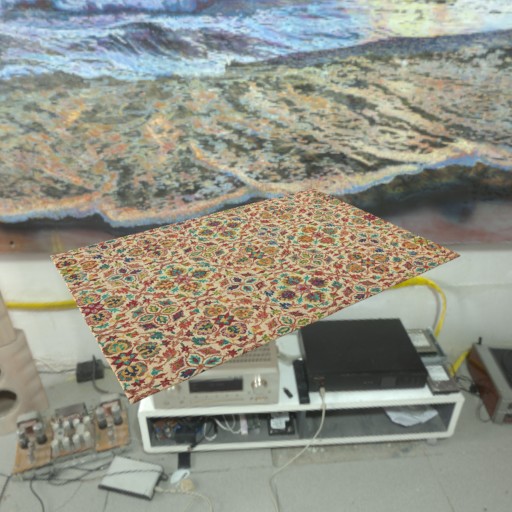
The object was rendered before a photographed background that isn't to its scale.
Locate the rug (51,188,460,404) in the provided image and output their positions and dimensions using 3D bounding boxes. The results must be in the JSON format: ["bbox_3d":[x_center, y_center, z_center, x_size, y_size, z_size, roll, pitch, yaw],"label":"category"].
[{"bbox_3d":[0.000,0.000,2.382,1.838,0.013,1.226,-18,34,-29],"label":"rug"}]
